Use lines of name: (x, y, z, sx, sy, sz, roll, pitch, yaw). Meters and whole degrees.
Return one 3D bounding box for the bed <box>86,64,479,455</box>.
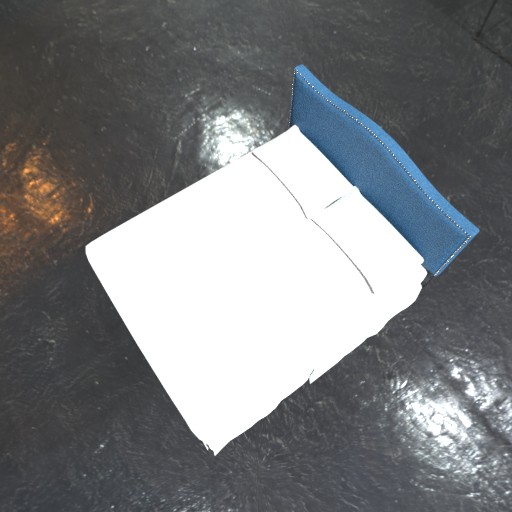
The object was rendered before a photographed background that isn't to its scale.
bed: (0.000, 0.000, 2.908, 1.872, 1.169, 1.610, -33, 68, -15)
